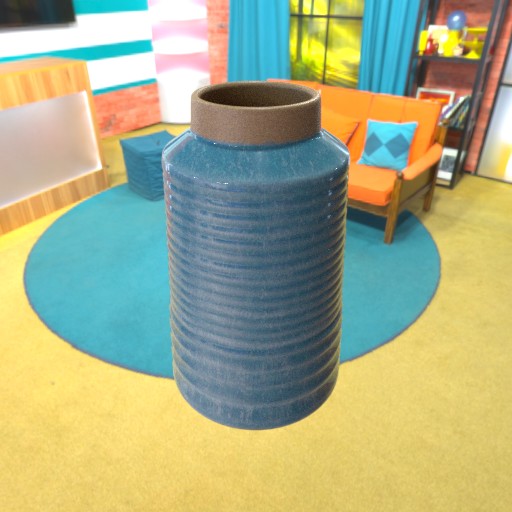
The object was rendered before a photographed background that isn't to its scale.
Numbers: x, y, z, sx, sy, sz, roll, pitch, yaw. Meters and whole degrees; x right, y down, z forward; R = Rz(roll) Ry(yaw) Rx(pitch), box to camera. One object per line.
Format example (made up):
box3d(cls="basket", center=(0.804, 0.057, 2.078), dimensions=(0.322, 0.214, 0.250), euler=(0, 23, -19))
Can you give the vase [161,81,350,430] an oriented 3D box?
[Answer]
box3d(cls="vase", center=(0.000, 0.000, 0.378), dimensions=(0.163, 0.267, 0.163), euler=(0, 32, 0))
